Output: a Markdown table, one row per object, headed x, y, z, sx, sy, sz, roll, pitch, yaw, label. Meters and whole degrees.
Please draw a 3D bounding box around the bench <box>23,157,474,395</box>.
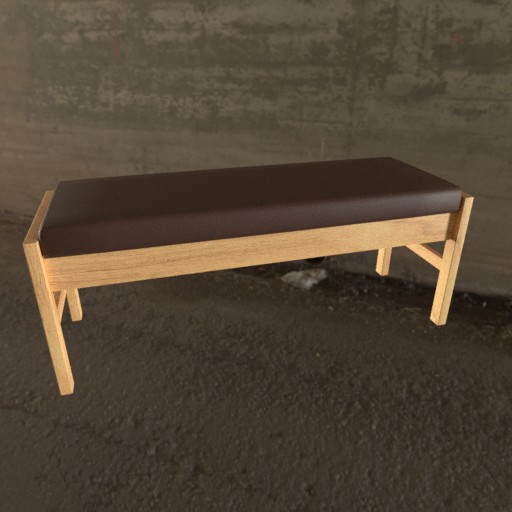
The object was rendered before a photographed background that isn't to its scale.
| x | y | z | sx | sy | sz | roll | pitch | yaw | label |
| --- | --- | --- | --- | --- | --- | --- | --- | --- | --- |
| 0.000 | 0.000 | 1.401 | 1.200 | 0.480 | 0.405 | -7 | 27 | -14 | bench |
